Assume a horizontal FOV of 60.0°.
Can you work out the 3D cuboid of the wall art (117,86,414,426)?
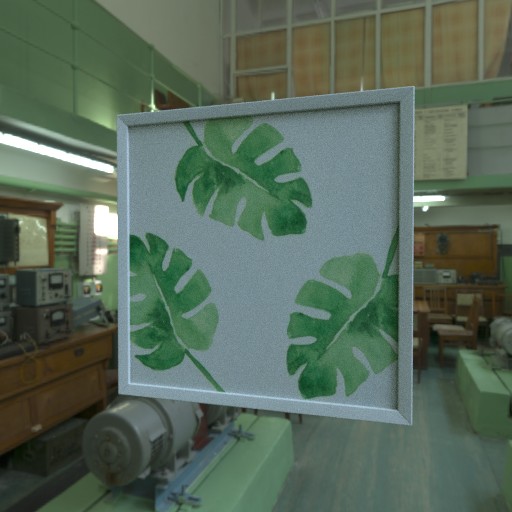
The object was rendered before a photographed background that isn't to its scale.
[{"bbox_3d":[0.000,0.000,0.458,0.305,0.305,0.038,0,1,17],"label":"wall art"}]
